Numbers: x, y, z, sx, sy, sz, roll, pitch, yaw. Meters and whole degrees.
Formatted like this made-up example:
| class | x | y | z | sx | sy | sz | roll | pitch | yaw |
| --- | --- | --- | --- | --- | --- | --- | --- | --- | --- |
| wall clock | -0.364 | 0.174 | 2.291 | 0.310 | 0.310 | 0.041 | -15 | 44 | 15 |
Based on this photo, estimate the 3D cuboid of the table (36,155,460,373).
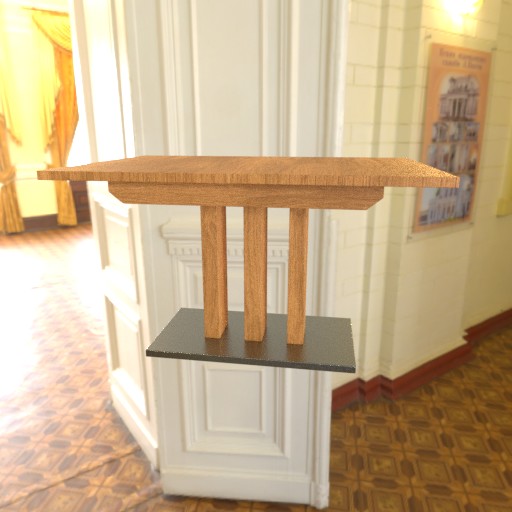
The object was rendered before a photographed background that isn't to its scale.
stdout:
| class | x | y | z | sx | sy | sz | roll | pitch | yaw |
| --- | --- | --- | --- | --- | --- | --- | --- | --- | --- |
| table | 0.000 | 0.000 | 1.871 | 1.300 | 0.770 | 0.900 | 3 | 16 | 9 |
